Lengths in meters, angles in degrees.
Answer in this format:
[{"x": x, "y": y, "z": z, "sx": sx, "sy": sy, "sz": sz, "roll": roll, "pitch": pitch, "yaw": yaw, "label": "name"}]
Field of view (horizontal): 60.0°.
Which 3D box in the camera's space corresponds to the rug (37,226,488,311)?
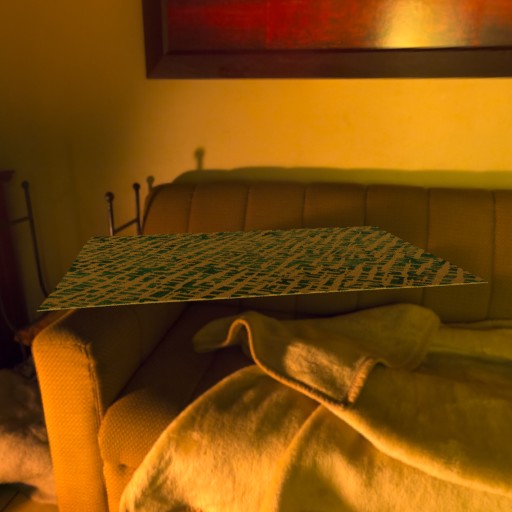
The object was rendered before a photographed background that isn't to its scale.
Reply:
[{"x": 0.000, "y": 0.000, "z": 3.068, "sx": 2.447, "sy": 0.011, "sz": 1.520, "roll": -3, "pitch": 16, "yaw": -9, "label": "rug"}]
